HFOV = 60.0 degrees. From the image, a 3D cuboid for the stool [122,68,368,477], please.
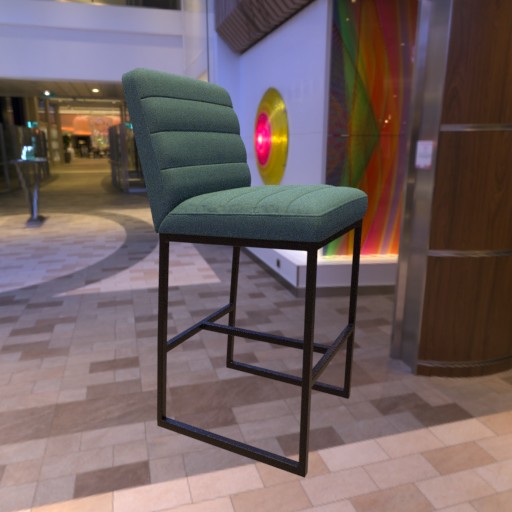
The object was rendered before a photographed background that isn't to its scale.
[{"bbox_3d":[0.000,0.000,1.333,0.560,1.040,0.460,7,16,26],"label":"stool"}]
